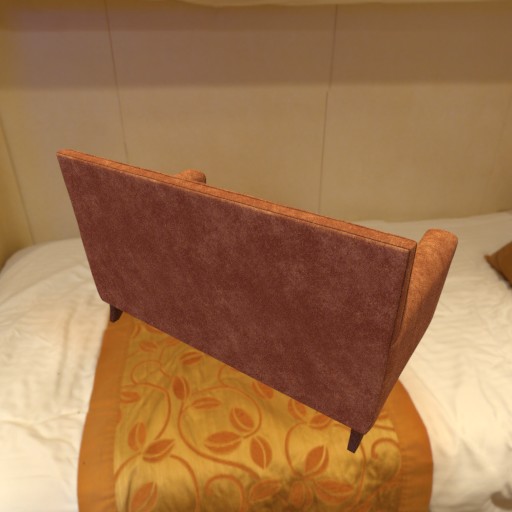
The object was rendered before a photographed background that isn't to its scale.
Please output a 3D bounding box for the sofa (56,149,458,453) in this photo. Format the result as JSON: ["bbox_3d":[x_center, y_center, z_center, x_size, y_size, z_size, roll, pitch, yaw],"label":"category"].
[{"bbox_3d":[0.000,0.000,1.937,1.473,0.871,0.787,19,34,30],"label":"sofa"}]
